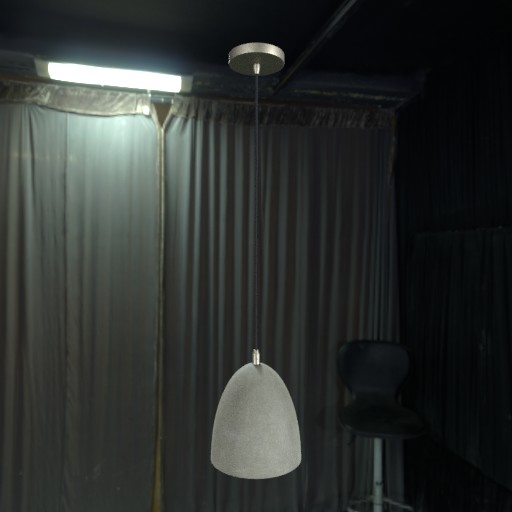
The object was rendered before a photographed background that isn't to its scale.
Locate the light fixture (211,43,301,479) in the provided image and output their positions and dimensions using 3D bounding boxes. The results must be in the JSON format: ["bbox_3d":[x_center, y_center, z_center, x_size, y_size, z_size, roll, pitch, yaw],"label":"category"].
[{"bbox_3d":[0.000,0.000,0.840,0.170,0.759,0.170,0,0,-17],"label":"light fixture"}]
